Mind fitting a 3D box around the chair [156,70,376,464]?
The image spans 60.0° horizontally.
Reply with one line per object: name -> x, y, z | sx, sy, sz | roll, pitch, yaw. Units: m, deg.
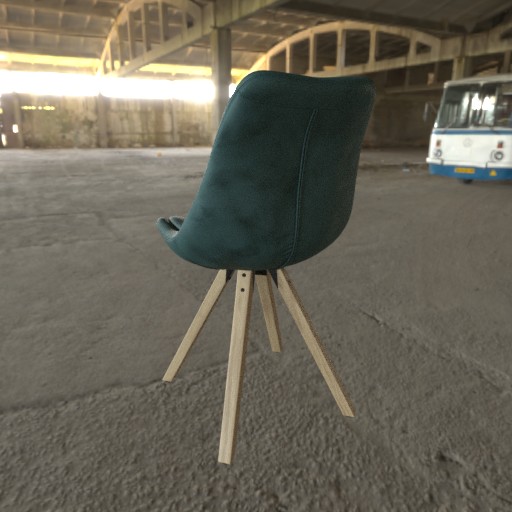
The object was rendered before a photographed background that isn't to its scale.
chair -> 0.000, 0.000, 1.194 | 0.483, 0.865, 0.547 | -8, 18, -27
